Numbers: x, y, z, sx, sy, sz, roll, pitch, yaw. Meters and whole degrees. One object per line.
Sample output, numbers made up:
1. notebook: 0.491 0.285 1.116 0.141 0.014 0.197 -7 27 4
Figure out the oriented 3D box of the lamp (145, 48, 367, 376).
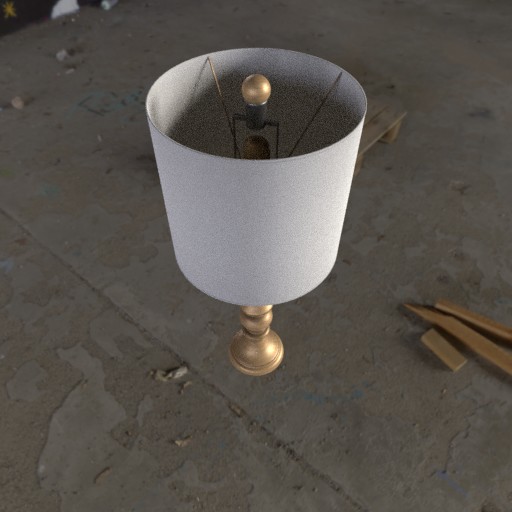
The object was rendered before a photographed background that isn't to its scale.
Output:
1. lamp: 0.000 0.000 0.712 0.250 0.597 0.250 -24 52 -20
